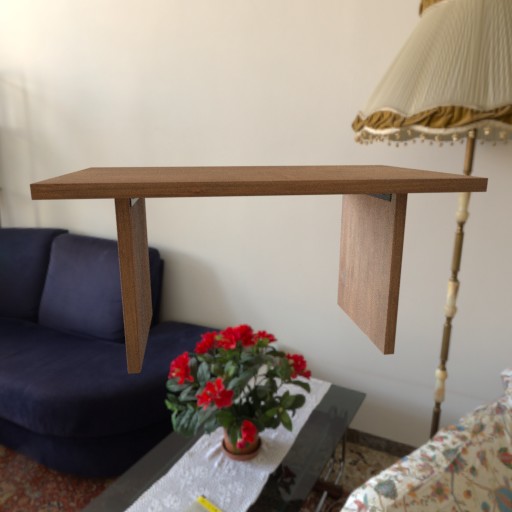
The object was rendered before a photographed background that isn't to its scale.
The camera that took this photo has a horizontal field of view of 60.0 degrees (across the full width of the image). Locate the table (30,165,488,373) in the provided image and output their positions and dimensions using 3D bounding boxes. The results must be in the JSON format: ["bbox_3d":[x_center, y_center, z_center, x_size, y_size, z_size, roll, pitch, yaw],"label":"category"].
[{"bbox_3d":[0.000,0.000,2.085,1.609,0.780,0.946,-2,15,-8],"label":"table"}]
